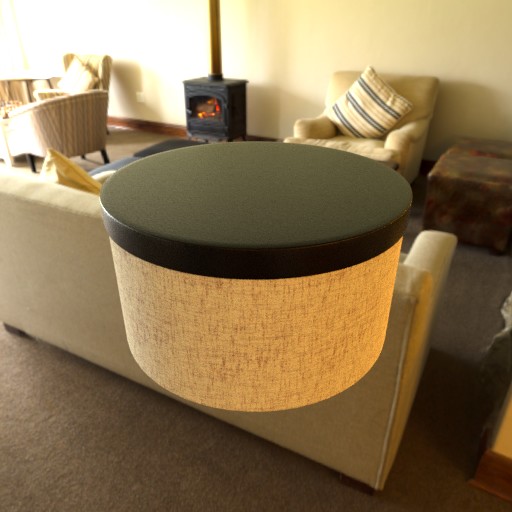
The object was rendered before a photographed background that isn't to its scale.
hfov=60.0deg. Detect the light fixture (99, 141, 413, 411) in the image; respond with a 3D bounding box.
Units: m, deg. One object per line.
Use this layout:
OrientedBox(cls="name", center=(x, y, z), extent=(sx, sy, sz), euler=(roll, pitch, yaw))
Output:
OrientedBox(cls="light fixture", center=(0.000, 0.000, 0.630), extent=(0.389, 0.229, 0.389), euler=(0, 29, 0))
